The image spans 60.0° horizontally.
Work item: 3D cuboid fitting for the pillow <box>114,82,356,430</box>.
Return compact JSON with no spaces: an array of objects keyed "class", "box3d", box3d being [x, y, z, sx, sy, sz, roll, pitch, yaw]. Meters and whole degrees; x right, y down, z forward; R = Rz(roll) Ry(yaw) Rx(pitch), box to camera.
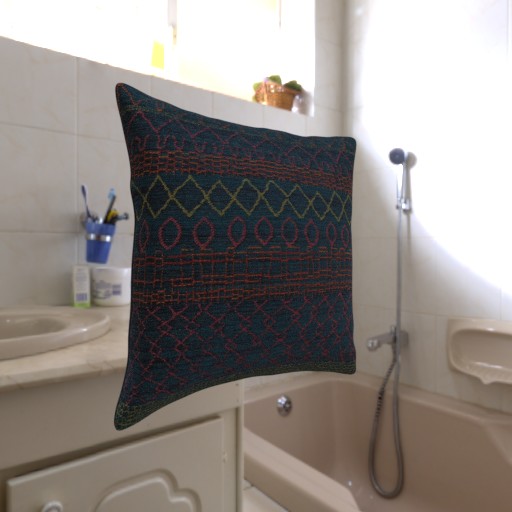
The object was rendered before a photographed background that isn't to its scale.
[{"class":"pillow","box3d":[0.000,0.000,0.672,0.431,0.431,0.141,0,1,-35]}]
